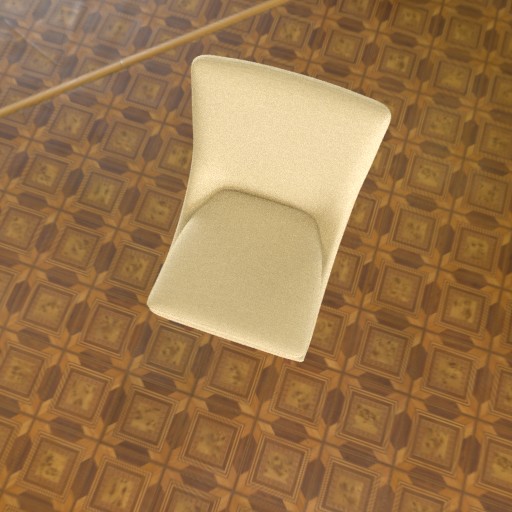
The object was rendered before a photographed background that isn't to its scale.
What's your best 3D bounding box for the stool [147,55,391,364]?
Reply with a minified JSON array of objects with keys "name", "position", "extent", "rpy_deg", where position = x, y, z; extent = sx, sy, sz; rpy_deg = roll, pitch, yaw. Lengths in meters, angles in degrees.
[{"name":"stool","position":[0.000,0.000,1.403],"extent":[0.470,1.097,0.559],"rpy_deg":[17,75,5]}]
